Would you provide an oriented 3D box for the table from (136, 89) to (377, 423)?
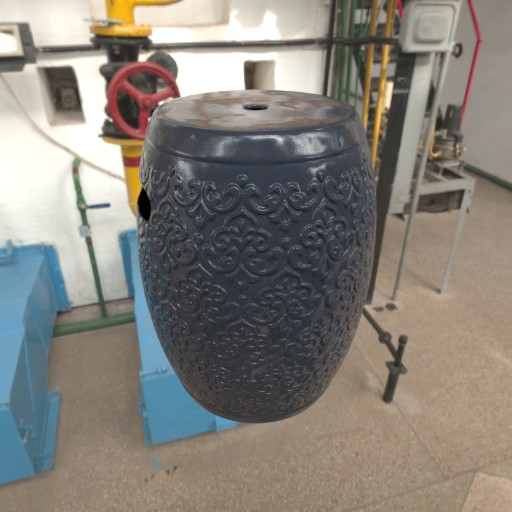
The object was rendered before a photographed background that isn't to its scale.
[{"bbox_3d":[0.000,0.000,0.606,0.309,0.397,0.309,0,30,0],"label":"table"}]
